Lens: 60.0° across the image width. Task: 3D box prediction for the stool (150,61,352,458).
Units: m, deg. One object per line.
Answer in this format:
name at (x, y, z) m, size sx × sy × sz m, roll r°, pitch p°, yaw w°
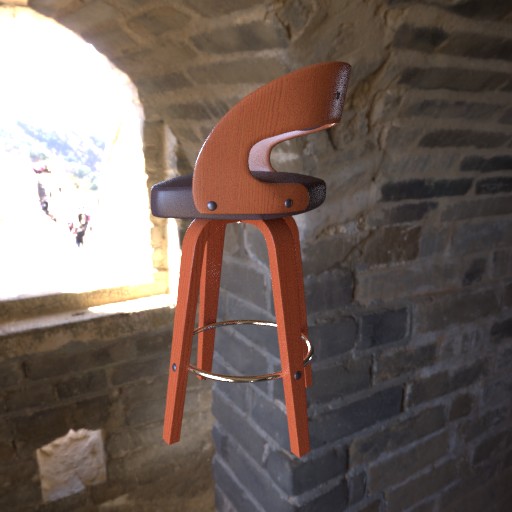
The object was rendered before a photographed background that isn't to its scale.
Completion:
stool at (0.000, 0.000, 1.190) m, size 0.457 × 0.940 × 0.457 m, roll 2°, pitch 14°, yaw 8°
